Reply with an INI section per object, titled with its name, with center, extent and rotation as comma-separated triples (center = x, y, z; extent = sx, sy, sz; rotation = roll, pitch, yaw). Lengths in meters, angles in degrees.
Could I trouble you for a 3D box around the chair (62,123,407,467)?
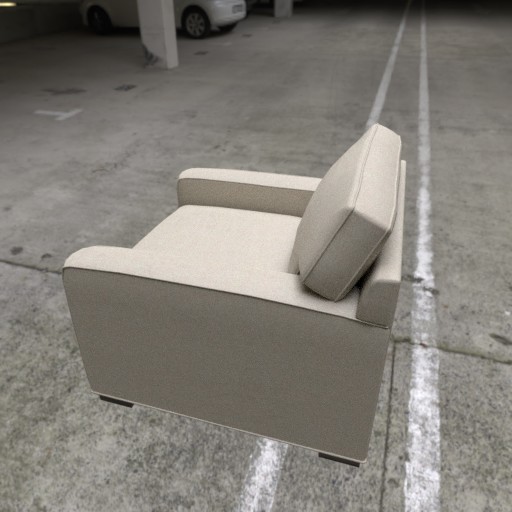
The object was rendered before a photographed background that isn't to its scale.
[chair]
center = 0.000, 0.000, 1.756
extent = 1.043, 0.913, 0.998
rotation = 9, 31, 15
